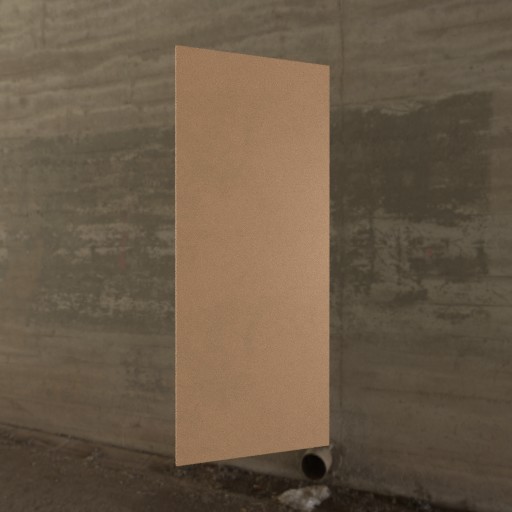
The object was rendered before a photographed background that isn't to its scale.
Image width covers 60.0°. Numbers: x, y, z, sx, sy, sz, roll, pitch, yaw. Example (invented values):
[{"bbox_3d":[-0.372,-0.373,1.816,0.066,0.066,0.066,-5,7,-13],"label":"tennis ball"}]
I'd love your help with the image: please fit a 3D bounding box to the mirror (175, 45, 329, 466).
[{"bbox_3d":[0.000,0.000,2.268,0.812,2.031,0.026,0,0,-17],"label":"mirror"}]
